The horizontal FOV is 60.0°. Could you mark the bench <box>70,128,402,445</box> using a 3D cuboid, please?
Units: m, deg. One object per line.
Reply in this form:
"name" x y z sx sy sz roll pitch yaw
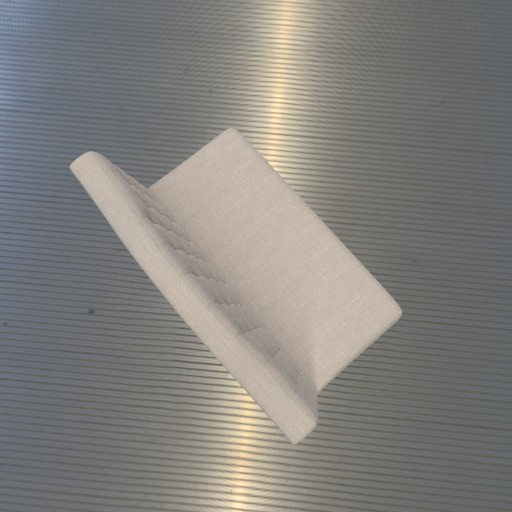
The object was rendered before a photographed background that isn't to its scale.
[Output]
"bench" 0.000 0.000 2.074 0.815 1.180 1.335 -39 80 -9
